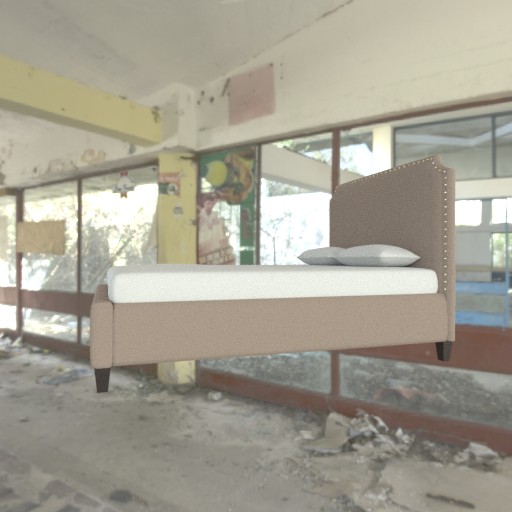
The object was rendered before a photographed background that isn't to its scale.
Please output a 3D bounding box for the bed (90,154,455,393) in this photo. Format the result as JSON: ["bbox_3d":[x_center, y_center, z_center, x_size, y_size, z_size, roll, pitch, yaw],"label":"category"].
[{"bbox_3d":[0.000,0.000,3.453,2.372,1.443,1.713,0,0,-19],"label":"bed"}]
